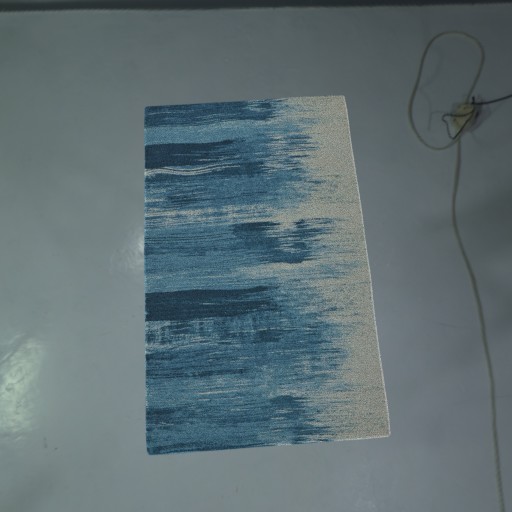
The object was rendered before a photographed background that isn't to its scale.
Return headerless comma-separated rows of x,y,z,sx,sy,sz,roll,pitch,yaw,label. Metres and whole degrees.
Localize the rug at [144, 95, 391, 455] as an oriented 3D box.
0.000,0.000,3.052,1.540,0.027,2.450,-4,75,-1,rug
